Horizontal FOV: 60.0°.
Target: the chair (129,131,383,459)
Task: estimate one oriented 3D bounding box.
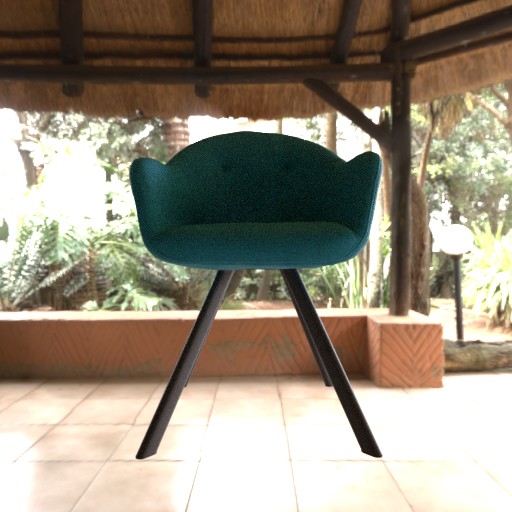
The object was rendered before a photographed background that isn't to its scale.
[{"bbox_3d":[0.000,0.000,1.133,0.545,0.775,0.565,0,1,-1],"label":"chair"}]
